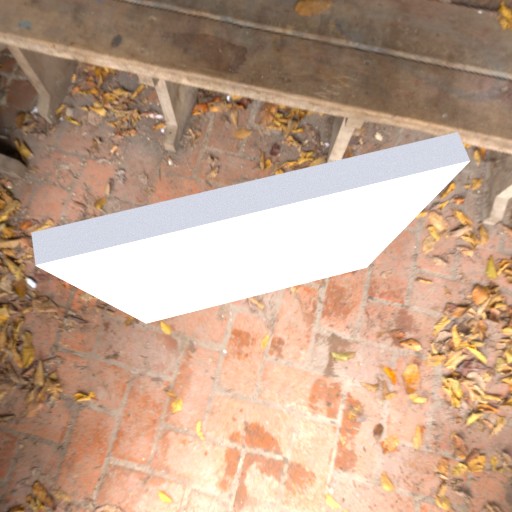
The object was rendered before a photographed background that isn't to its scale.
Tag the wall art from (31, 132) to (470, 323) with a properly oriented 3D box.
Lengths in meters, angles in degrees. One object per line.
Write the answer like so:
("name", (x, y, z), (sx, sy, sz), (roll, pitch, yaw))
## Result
("wall art", (0.000, 0.000, 0.525), (0.355, 0.355, 0.027), (-14, 75, -4))
